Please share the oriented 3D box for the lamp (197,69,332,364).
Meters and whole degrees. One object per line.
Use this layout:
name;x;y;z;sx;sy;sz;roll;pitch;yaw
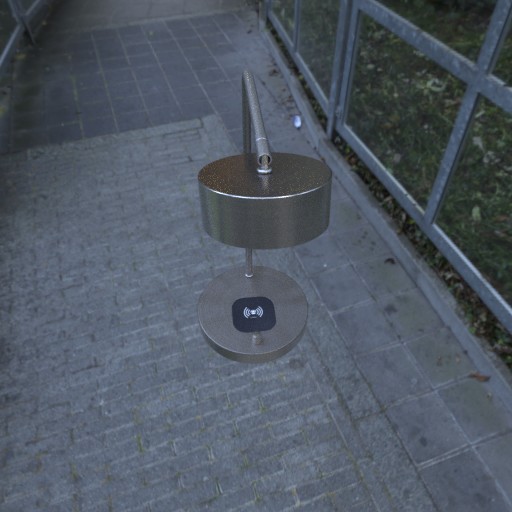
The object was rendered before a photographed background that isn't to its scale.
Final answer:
lamp;0.000;0.000;0.657;0.211;0.469;0.334;-4;46;-4
